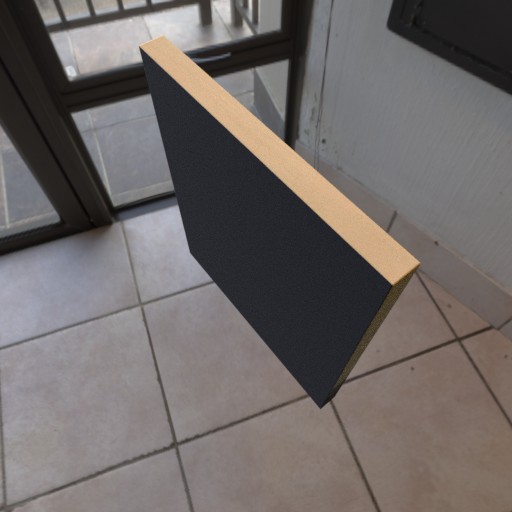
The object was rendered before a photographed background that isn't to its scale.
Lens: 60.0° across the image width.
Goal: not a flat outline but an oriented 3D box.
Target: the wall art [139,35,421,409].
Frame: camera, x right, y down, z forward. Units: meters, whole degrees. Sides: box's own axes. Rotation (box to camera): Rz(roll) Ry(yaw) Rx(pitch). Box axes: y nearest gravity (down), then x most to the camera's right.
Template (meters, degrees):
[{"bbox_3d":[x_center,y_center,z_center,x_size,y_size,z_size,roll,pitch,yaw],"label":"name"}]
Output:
[{"bbox_3d":[0.000,0.000,0.702,0.037,0.511,0.435,-34,65,-18],"label":"wall art"}]
